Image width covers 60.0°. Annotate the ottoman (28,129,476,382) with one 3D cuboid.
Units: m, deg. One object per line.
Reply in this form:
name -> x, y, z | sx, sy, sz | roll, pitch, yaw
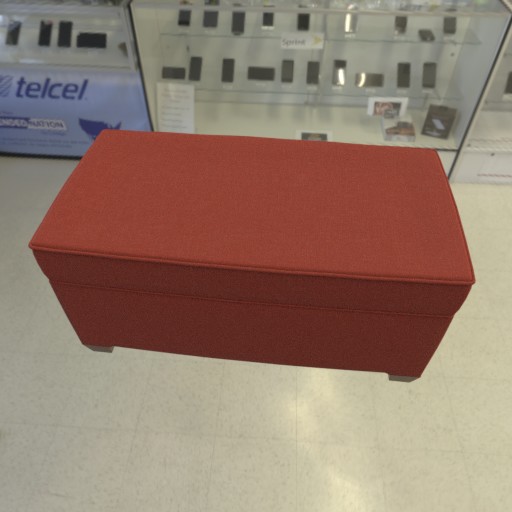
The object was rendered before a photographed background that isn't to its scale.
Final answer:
ottoman -> 0.000, 0.000, 1.219 | 0.948, 0.454, 0.497 | 5, 47, 4
